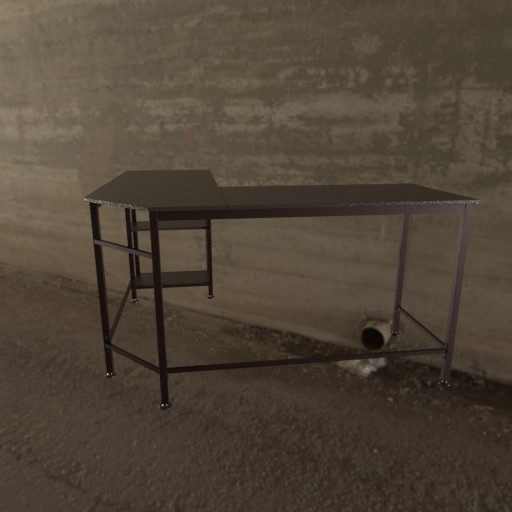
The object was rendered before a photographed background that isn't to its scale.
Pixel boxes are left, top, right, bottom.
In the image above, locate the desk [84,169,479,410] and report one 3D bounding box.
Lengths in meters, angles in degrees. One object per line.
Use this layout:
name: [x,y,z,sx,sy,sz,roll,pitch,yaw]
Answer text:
desk: [0.000,0.000,2.210,1.379,0.739,1.379,-2,16,-8]
